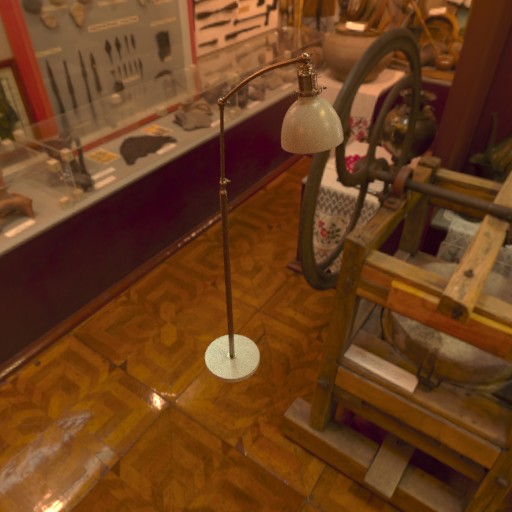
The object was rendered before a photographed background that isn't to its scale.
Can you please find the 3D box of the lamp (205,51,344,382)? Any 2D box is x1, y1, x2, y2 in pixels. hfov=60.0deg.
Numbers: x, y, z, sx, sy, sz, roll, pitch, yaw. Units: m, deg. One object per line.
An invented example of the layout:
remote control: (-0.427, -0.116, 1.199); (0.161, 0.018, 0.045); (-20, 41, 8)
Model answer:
lamp: (0.000, 0.000, 1.770); (0.599, 1.586, 0.288); (26, 46, 27)
